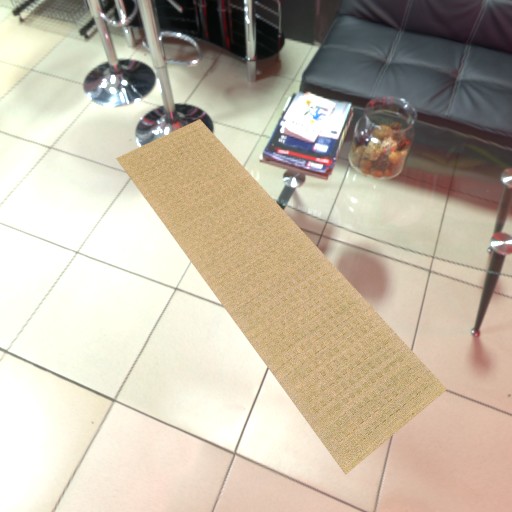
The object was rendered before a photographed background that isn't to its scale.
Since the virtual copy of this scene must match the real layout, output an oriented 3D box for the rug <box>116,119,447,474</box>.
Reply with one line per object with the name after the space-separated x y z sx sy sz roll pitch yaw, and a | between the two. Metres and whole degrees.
0.000 0.000 2.691 0.686 0.006 2.437 -31 64 -17 | rug
